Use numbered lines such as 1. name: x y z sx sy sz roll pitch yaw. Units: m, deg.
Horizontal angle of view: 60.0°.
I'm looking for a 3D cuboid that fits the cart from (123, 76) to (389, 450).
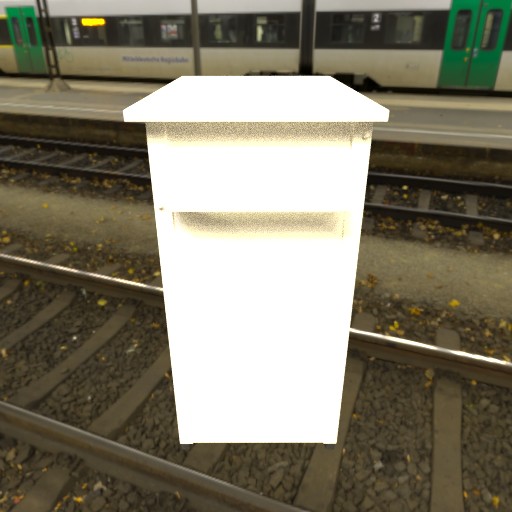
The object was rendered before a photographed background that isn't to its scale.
1. cart: 0.000 0.000 1.218 0.442 0.864 0.683 0 27 0
